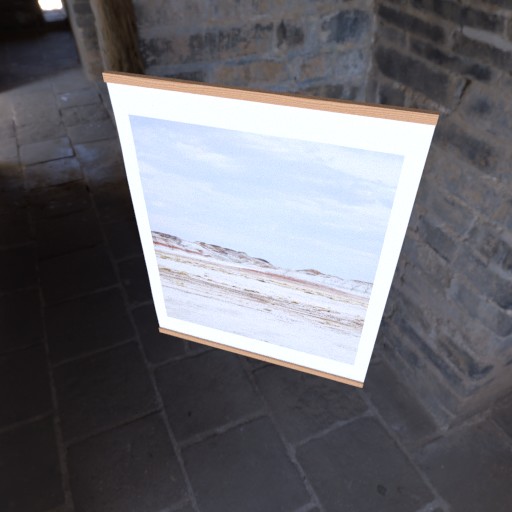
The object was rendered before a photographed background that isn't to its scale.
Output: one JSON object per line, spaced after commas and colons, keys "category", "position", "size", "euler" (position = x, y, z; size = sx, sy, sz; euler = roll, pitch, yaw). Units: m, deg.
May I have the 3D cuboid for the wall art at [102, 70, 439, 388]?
{"category": "wall art", "position": [0.000, 0.000, 0.678], "size": [0.404, 0.507, 0.010], "euler": [12, 43, 14]}
